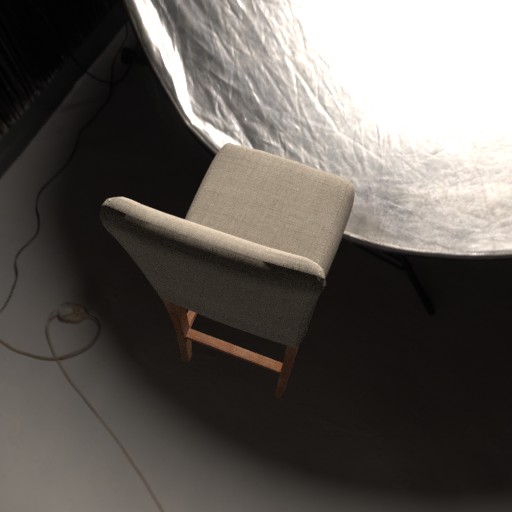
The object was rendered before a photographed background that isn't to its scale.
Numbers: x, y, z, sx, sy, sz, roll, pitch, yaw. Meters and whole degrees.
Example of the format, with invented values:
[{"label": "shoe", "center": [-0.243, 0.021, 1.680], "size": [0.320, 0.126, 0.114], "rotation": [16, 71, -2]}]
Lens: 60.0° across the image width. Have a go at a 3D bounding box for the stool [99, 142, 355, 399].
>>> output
[{"label": "stool", "center": [0.000, 0.000, 1.341], "size": [0.454, 1.039, 0.567], "rotation": [19, 64, 9]}]
